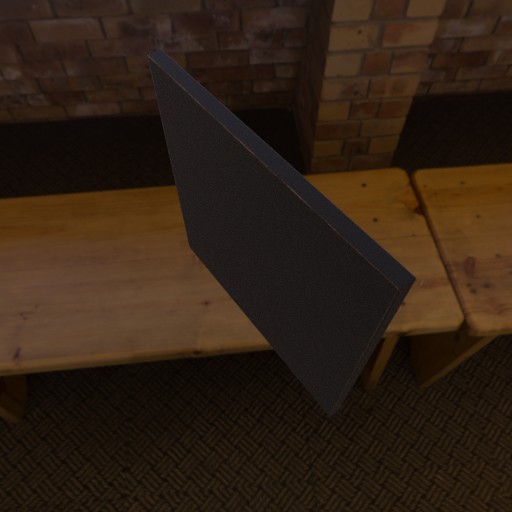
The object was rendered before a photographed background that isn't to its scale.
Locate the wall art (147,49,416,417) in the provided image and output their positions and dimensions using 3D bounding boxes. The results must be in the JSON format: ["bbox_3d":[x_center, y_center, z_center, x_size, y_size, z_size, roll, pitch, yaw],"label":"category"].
[{"bbox_3d":[0.000,0.000,0.460,0.015,0.303,0.304,-32,62,-20],"label":"wall art"}]
